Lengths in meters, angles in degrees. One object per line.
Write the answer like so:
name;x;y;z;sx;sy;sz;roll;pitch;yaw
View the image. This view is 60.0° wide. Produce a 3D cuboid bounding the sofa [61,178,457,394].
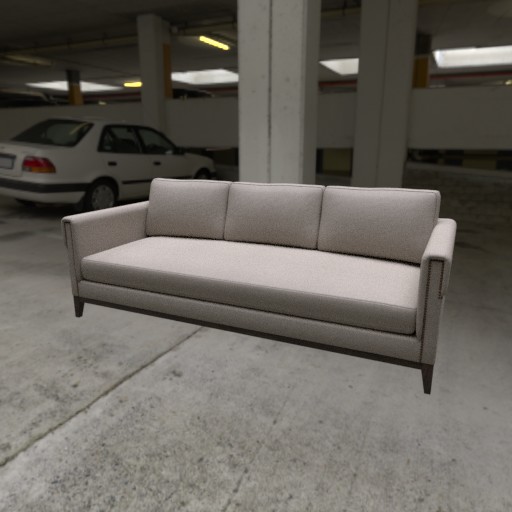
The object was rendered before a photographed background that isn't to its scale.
sofa;0.000;0.000;2.739;2.210;0.838;0.959;7;16;24
